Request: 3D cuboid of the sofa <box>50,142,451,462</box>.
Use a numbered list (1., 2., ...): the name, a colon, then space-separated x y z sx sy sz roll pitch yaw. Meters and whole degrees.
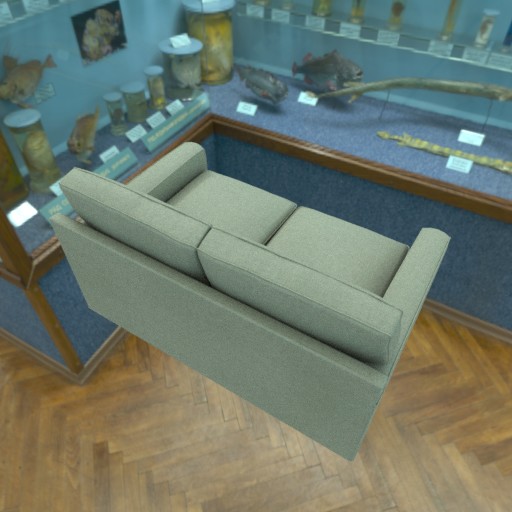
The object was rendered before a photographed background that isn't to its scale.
1. sofa: 0.000 0.000 2.045 1.484 0.853 0.940 24 51 21
